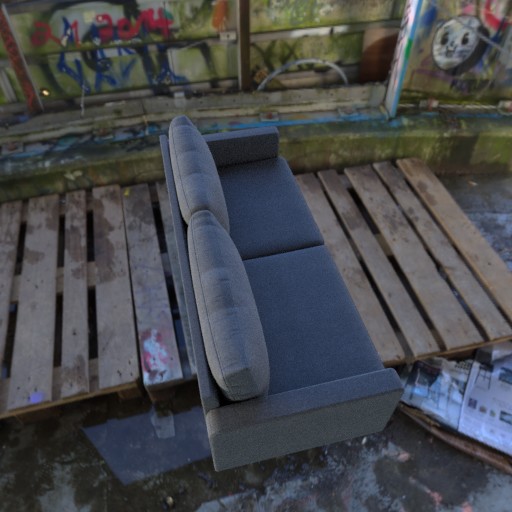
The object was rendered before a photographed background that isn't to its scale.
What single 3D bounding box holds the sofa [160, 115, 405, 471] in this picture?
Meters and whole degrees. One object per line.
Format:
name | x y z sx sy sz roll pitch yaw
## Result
sofa | 0.000 0.000 2.614 0.880 0.880 2.100 -10 48 -9
